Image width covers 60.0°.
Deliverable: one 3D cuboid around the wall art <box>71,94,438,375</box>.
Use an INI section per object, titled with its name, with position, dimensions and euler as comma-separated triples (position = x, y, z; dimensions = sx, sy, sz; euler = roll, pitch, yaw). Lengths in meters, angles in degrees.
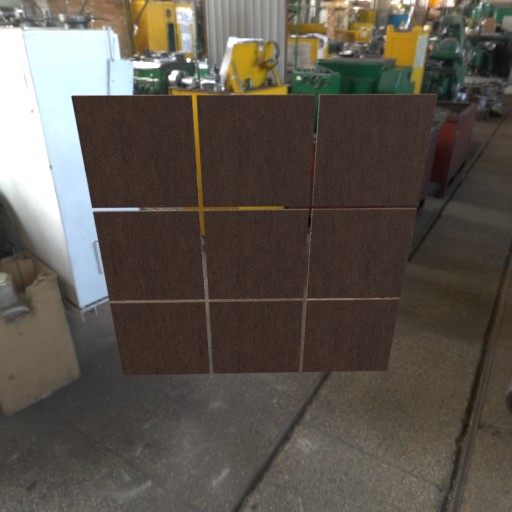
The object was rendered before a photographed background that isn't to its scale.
[wall art]
position = 0.000, 0.000, 2.210
dimensions = 1.527, 1.525, 0.014
euler = -1, 28, -1
